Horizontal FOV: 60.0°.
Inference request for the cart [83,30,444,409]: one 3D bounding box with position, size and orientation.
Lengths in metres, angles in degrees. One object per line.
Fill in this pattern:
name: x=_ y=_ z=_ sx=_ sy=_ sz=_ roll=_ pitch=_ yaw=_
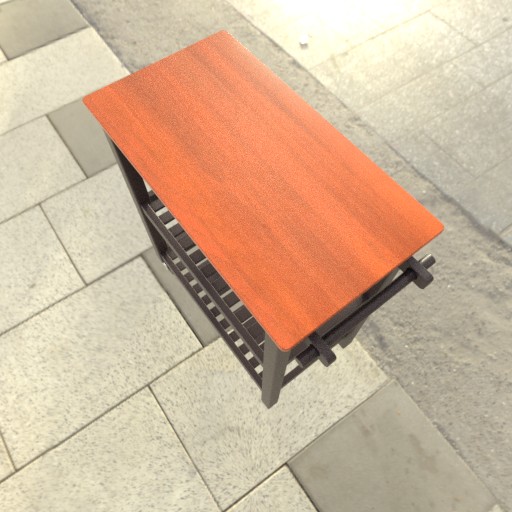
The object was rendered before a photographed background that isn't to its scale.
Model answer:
cart: x=0.000 y=0.000 z=1.457 sx=0.457 sy=0.927 sz=0.899 roll=-34 pitch=68 yaw=-16
